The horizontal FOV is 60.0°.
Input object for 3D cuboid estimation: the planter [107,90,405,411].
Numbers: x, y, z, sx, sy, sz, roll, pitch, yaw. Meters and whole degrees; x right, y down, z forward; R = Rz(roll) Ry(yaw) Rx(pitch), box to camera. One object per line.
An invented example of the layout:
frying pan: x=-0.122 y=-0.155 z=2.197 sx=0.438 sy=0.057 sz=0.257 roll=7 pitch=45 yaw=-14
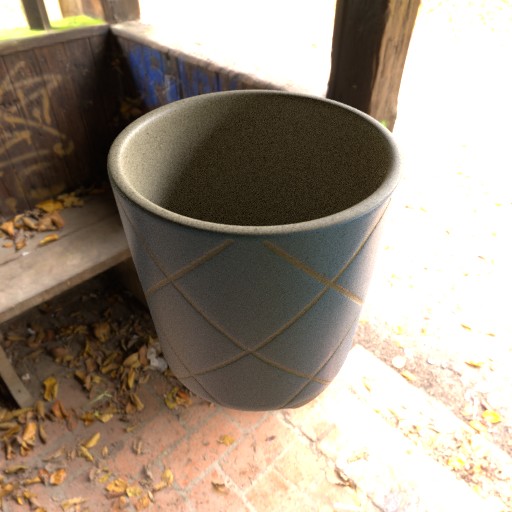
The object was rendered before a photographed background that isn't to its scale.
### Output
planter: x=0.000 y=0.000 z=0.425 sx=0.227 sy=0.235 sz=0.227 roll=0 pitch=41 yaw=0
